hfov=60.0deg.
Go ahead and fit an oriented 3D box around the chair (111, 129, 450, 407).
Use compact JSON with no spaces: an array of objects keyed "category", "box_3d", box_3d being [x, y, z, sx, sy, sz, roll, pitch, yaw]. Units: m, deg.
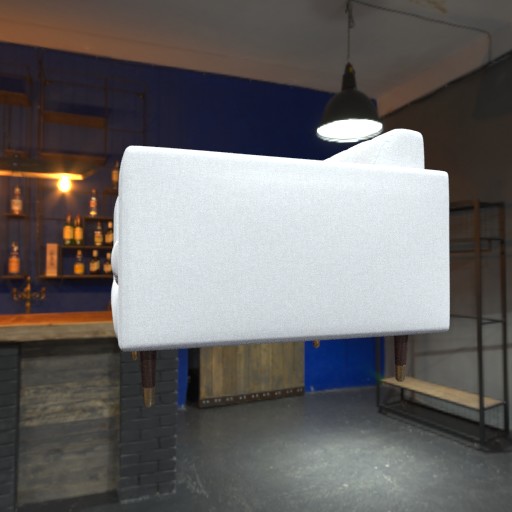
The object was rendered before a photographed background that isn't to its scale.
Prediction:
[{"category":"chair","box_3d":[0.000,0.000,1.612,0.998,0.819,0.953,0,-1,-19]}]
